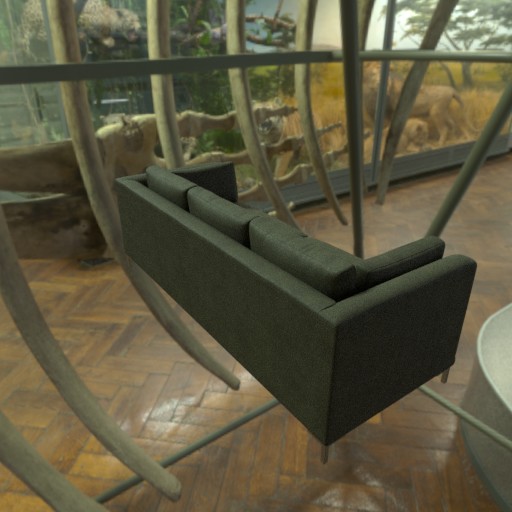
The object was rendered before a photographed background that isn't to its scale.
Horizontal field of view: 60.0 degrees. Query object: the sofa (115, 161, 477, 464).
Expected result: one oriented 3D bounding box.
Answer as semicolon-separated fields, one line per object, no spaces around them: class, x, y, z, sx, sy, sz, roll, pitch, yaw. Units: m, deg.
sofa;0.000;0.000;2.910;0.969;0.867;2.415;-17;30;-31
